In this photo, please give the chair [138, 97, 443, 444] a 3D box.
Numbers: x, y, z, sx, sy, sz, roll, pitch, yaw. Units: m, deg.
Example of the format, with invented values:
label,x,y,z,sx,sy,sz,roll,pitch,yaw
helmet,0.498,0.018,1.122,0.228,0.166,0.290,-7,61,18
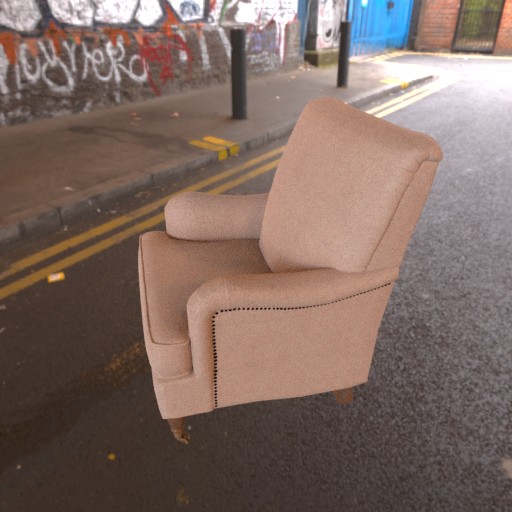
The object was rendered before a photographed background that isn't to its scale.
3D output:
label,x,y,z,sx,sy,sz,roll,pitch,yaw
chair,0.000,0.000,1.818,0.953,1.119,0.879,-8,30,-13
